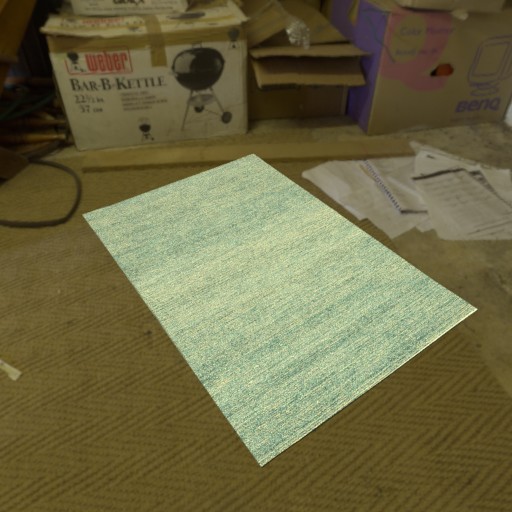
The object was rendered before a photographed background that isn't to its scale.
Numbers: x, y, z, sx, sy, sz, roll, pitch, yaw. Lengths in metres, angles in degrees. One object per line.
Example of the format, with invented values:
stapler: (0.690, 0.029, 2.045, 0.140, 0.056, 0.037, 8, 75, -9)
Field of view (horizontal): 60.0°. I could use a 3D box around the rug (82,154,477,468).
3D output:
rug: (0.000, 0.000, 5.261, 2.802, 0.052, 4.078, -25, 47, -26)
